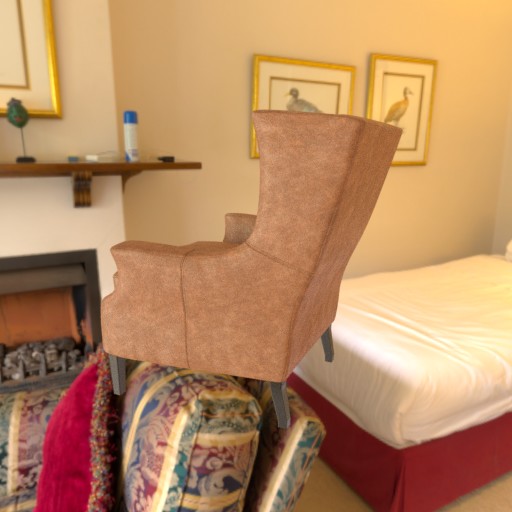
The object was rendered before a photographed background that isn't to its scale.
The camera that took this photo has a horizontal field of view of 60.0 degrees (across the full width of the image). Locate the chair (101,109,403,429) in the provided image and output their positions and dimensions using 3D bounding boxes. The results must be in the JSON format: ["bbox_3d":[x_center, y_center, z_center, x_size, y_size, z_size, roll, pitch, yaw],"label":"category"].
[{"bbox_3d":[0.000,0.000,1.705,0.926,1.016,0.853,7,15,25],"label":"chair"}]
